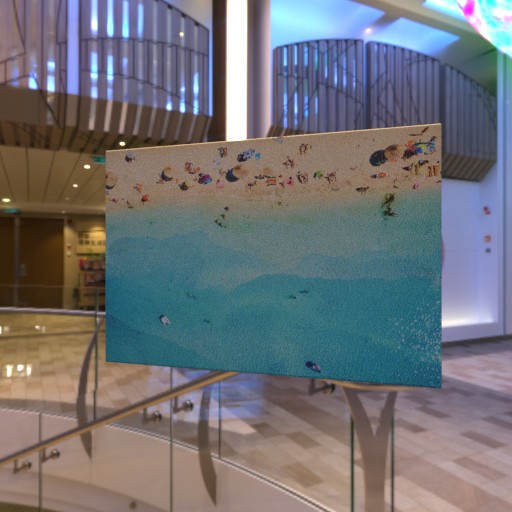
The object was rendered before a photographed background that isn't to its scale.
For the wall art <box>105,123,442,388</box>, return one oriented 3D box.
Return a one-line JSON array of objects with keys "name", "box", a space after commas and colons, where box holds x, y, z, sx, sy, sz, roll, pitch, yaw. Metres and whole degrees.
[{"name": "wall art", "box": [0.000, 0.000, 1.468, 1.136, 0.769, 0.040, 0, 0, 17]}]
